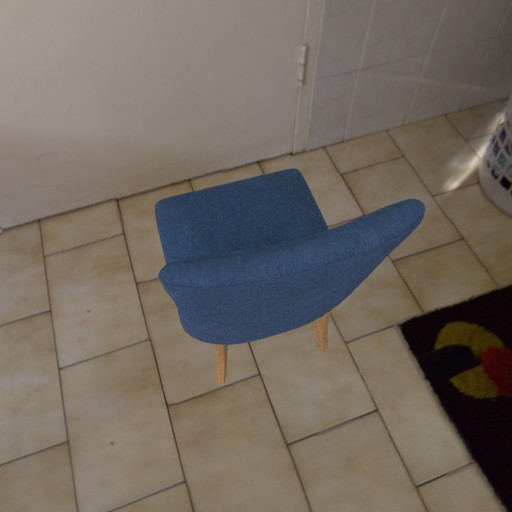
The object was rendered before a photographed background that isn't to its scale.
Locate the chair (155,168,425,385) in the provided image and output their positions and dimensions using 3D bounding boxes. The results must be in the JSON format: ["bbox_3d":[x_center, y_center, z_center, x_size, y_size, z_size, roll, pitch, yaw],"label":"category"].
[{"bbox_3d":[0.000,0.000,1.236,0.495,0.902,0.609,-15,60,-9],"label":"chair"}]
